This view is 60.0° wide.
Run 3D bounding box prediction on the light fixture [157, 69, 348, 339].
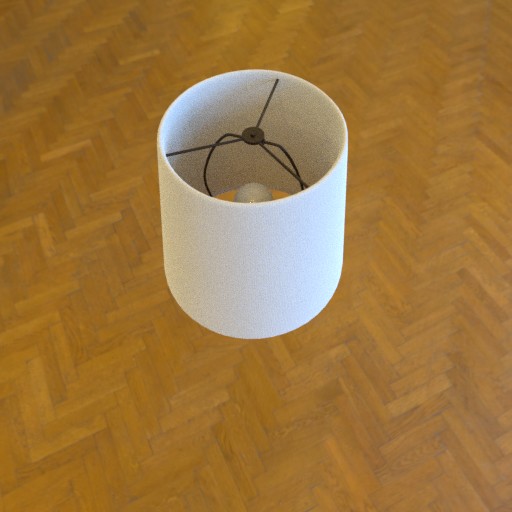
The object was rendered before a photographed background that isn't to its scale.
[{"bbox_3d":[0.000,0.000,0.440,0.168,0.337,0.188,15,59,9],"label":"light fixture"}]
